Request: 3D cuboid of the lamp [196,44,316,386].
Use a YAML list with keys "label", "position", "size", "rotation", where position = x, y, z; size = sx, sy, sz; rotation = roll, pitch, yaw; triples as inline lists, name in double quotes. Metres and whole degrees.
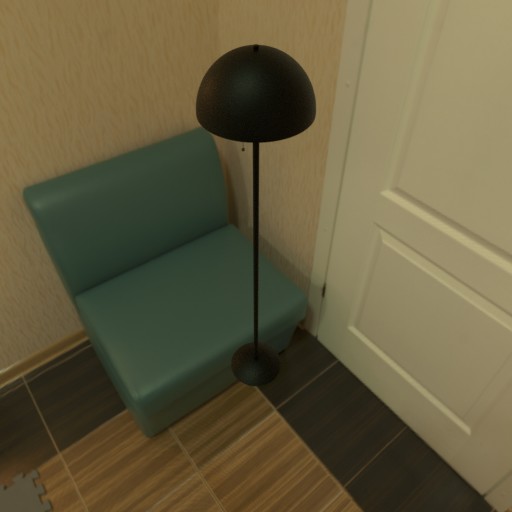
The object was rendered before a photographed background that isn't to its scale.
- label: "lamp"
  position: [0.000, 0.000, 1.620]
  size: [0.328, 1.480, 0.328]
  rotation: [16, 48, 16]
